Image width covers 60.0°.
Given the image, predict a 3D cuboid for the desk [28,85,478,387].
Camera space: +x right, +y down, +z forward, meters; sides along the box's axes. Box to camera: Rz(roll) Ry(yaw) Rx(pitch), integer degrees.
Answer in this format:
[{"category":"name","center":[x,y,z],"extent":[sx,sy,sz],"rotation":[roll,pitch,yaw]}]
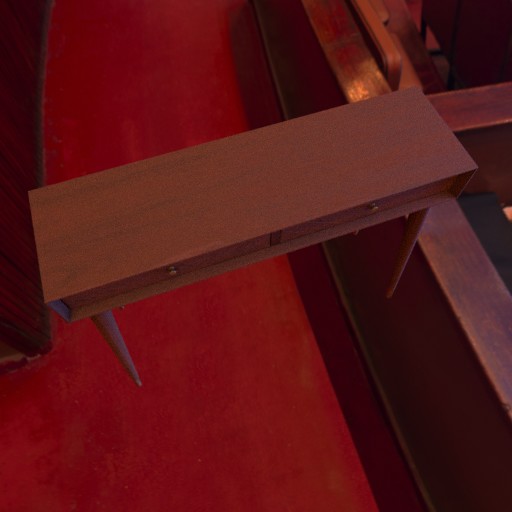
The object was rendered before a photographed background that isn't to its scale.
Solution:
[{"category":"desk","center":[0.000,0.000,1.631],"extent":[1.204,0.917,0.384],"rotation":[-18,64,-9]}]
